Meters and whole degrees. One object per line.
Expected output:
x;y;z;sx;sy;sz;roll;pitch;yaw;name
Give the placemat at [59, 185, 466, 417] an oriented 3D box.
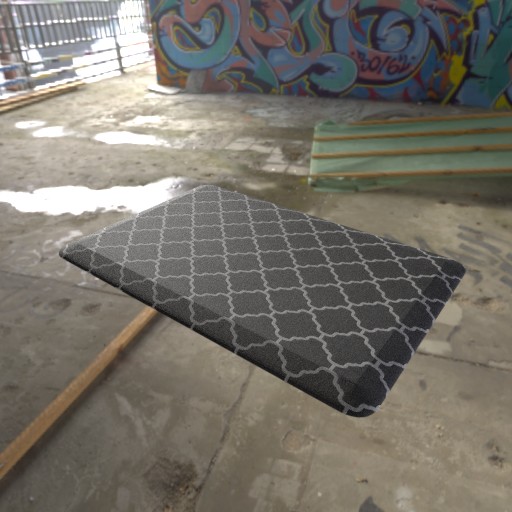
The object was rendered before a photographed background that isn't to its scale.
0.000;0.000;0.964;0.762;0.021;0.508;21;37;31;placemat
